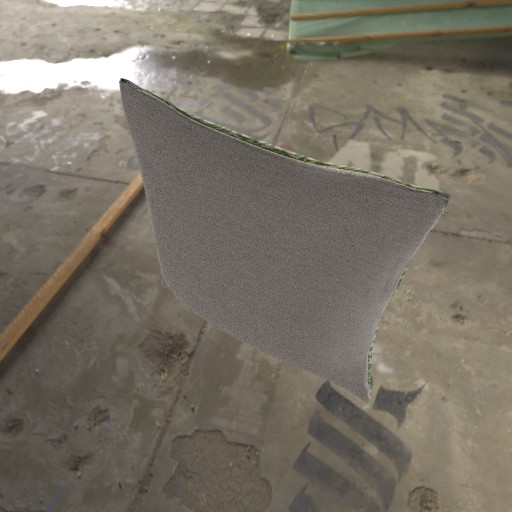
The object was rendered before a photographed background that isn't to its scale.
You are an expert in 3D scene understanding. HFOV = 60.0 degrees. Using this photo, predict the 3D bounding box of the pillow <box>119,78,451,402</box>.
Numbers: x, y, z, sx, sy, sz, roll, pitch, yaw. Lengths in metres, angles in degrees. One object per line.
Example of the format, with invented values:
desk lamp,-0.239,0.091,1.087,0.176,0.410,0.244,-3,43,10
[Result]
pillow,0.000,0.000,0.644,0.440,0.419,0.162,26,52,23
